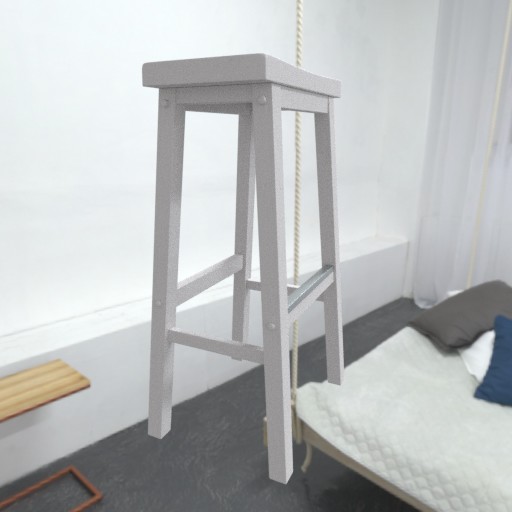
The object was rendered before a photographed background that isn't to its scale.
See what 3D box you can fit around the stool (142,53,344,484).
[{"bbox_3d":[0.000,0.000,0.965,0.322,0.742,0.406,7,17,25],"label":"stool"}]
